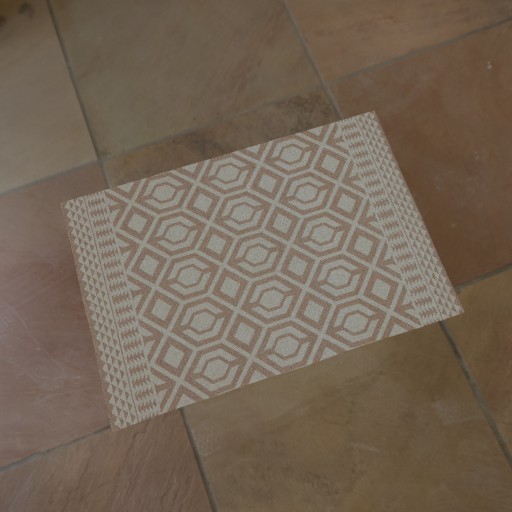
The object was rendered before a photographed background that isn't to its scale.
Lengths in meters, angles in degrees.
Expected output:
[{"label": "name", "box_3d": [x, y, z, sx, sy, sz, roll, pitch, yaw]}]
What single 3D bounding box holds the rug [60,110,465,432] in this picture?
[{"label": "rug", "box_3d": [0.000, 0.000, 2.322, 1.829, 0.008, 1.219, -18, 76, -5]}]
